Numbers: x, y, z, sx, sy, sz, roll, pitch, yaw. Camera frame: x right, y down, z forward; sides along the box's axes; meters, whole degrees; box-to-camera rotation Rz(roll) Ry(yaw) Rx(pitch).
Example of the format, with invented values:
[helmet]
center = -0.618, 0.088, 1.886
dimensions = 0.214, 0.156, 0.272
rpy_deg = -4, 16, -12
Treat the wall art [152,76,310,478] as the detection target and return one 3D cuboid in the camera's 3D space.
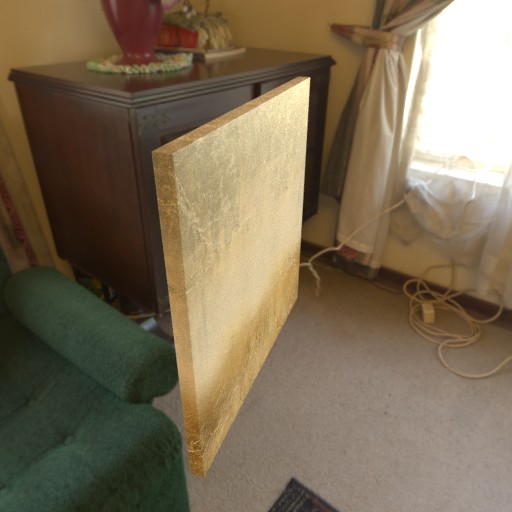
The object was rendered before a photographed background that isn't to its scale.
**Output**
[wall art]
center = 0.000, 0.000, 1.636
dimensions = 0.051, 1.091, 1.092
rpy_deg = 11, 32, 18
